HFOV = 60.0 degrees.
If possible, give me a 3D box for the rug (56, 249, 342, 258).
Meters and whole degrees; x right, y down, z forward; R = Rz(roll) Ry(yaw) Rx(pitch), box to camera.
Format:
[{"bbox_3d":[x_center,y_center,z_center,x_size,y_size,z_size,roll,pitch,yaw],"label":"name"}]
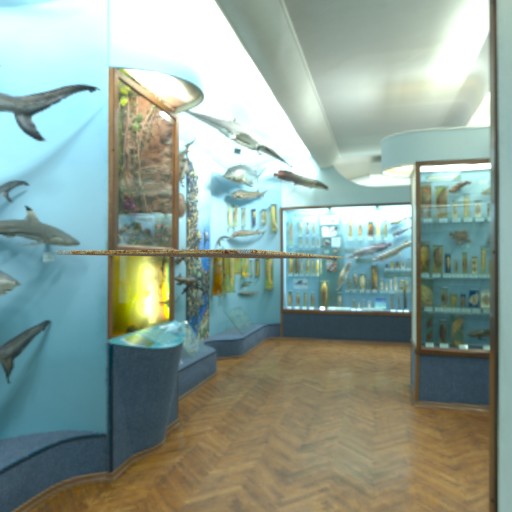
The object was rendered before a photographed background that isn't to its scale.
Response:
[{"bbox_3d":[0.000,0.000,2.411,0.680,0.014,2.237,0,-1,17],"label":"rug"}]
